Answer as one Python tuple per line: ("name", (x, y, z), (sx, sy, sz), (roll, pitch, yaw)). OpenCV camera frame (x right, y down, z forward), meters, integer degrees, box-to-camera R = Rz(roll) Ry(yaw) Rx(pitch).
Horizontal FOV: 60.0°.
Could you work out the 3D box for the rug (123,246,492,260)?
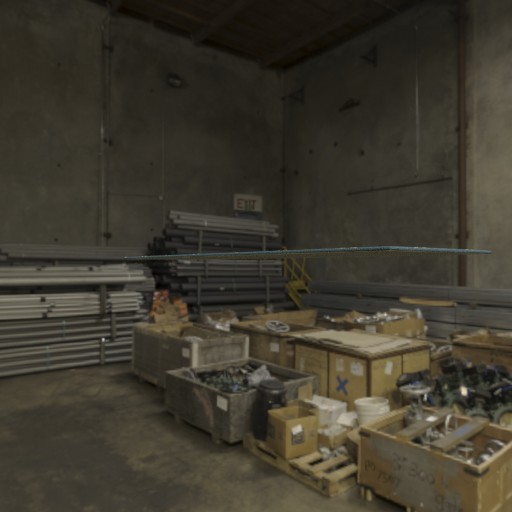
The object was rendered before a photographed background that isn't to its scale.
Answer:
("rug", (0.000, 0.000, 2.497), (0.678, 0.014, 2.276), (1, -2, -37))
